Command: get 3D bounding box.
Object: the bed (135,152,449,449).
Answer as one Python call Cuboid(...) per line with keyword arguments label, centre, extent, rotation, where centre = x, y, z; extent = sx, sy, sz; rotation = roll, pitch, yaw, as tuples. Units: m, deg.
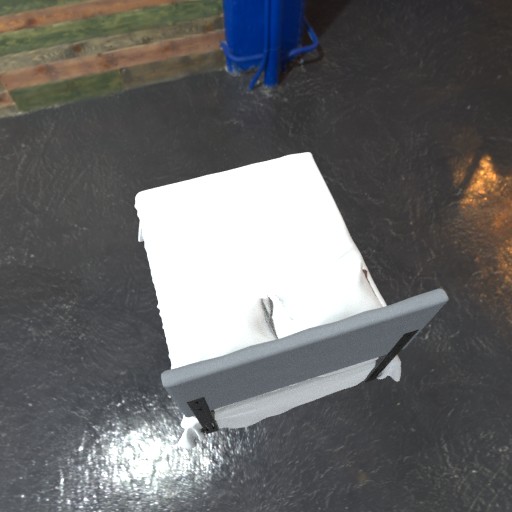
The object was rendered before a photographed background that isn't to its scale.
Cuboid(label="bed", centre=(0.000, 0.000, 3.501), extent=(1.936, 1.577, 2.222), rotation=(-15, 61, -9))
